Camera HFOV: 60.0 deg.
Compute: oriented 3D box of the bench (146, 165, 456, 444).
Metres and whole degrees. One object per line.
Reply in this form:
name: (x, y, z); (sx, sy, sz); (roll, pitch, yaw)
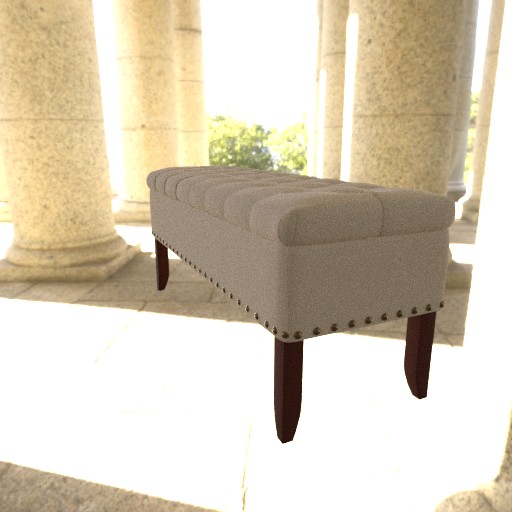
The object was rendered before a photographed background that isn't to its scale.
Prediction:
bench: (0.000, 0.000, 1.294); (0.400, 0.470, 1.054); (-7, 16, -25)
